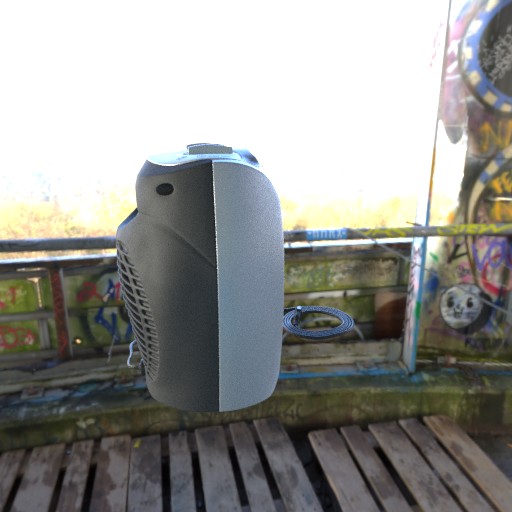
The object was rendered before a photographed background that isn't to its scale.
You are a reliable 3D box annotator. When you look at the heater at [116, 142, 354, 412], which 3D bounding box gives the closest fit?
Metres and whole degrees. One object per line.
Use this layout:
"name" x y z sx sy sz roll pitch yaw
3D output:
"heater" 0.000 0.000 0.483 0.291 0.240 0.239 -3 16 -10
